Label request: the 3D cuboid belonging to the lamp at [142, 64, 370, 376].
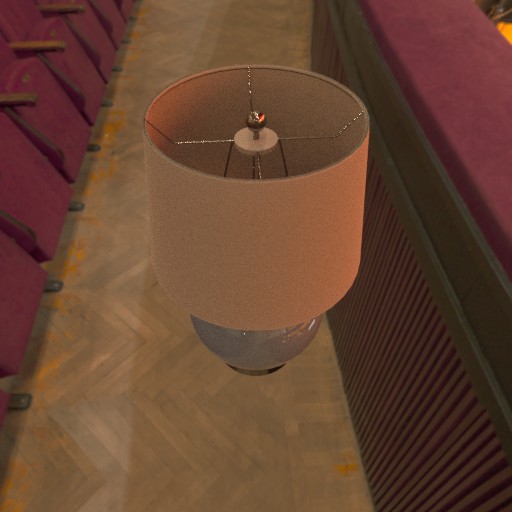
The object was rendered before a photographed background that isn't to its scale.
[{"bbox_3d":[0.000,0.000,0.547,0.247,0.387,0.247,0,47,0],"label":"lamp"}]
